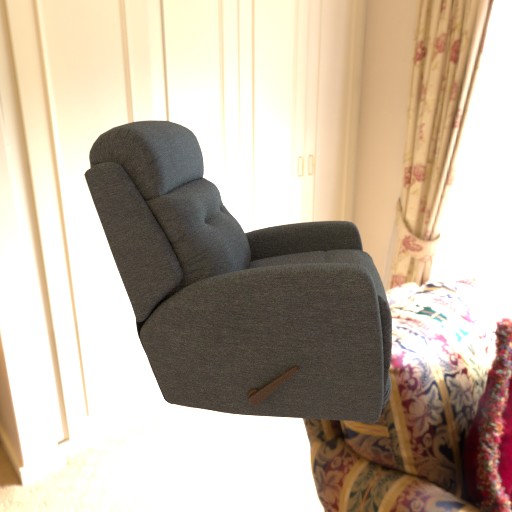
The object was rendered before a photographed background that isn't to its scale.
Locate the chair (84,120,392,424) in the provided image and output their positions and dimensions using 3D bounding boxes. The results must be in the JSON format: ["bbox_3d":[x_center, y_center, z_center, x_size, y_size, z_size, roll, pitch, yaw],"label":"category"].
[{"bbox_3d":[0.000,0.000,1.732,1.043,1.013,0.798,3,17,8],"label":"chair"}]
